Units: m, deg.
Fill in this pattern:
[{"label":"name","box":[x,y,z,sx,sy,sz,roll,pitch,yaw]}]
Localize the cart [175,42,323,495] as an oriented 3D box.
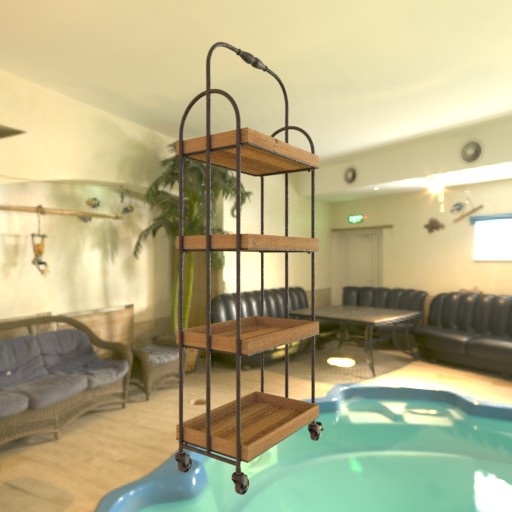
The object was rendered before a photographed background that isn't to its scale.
[{"label":"cart","box":[0.000,0.000,1.658,0.308,1.481,0.581,0,0,35]}]
